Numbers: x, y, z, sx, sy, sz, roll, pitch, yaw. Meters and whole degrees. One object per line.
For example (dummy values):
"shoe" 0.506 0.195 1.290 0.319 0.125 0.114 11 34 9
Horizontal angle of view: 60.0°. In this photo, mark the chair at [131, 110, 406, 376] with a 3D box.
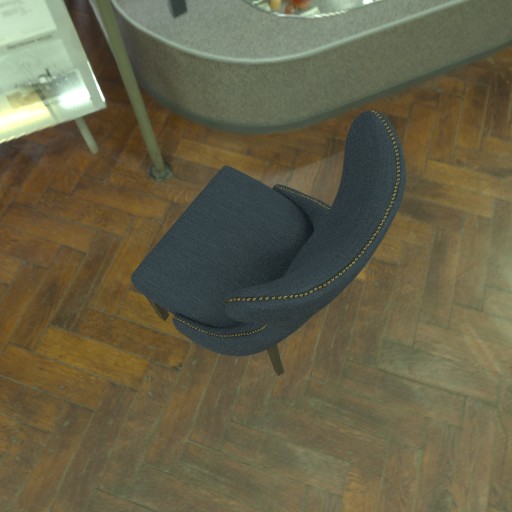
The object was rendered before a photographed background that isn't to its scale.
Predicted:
"chair" 0.000 0.000 1.405 0.635 0.967 0.628 31 68 14
